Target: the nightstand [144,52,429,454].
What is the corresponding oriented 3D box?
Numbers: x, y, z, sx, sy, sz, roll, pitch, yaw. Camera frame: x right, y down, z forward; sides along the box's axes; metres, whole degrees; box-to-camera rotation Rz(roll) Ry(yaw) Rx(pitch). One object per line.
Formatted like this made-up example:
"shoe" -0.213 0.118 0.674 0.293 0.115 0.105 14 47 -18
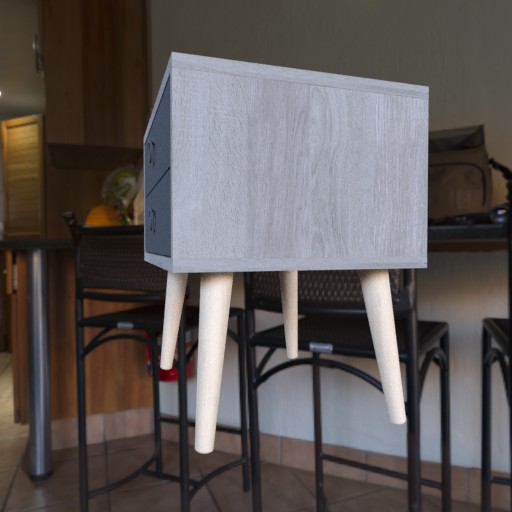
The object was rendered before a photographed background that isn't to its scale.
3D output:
"nightstand" 0.000 0.000 0.804 0.380 0.500 0.450 0 2 -18
